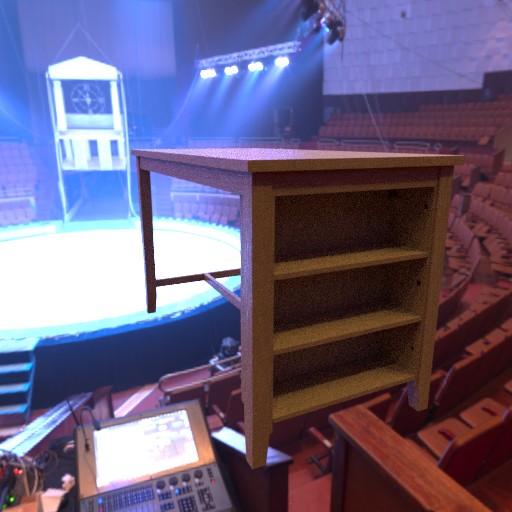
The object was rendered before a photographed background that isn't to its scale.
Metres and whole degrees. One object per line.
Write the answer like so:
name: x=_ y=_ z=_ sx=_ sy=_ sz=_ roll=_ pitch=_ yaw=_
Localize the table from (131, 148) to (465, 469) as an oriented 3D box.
table: x=0.000 y=0.000 z=1.906 sx=0.729 sy=0.874 sz=1.397 roll=-7 pitch=16 yaw=-25
